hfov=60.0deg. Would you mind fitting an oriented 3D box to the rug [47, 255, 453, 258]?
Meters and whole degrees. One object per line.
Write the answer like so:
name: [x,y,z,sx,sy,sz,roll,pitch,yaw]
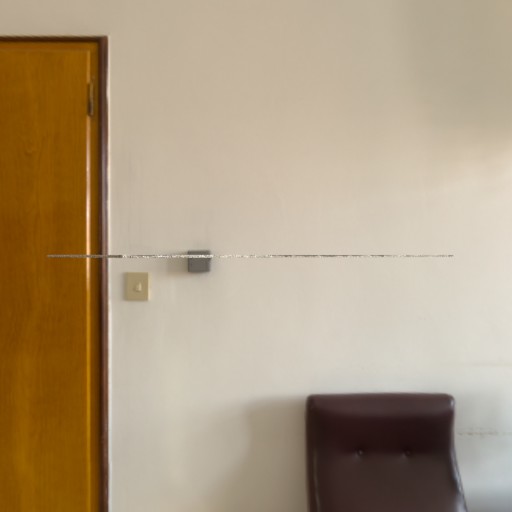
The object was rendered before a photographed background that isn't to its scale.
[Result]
rug: [0.000,0.000,4.906,3.824,0.019,2.393,0,0,-36]
